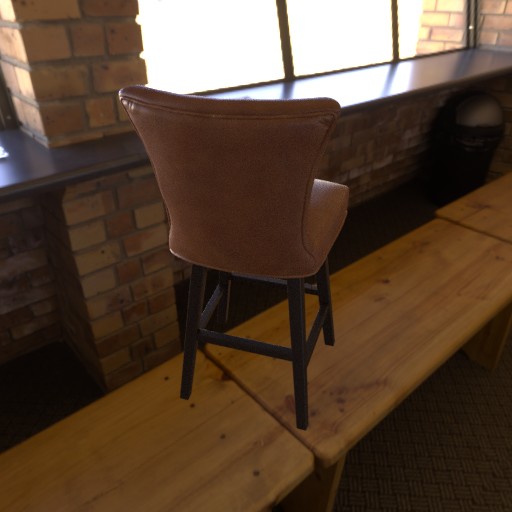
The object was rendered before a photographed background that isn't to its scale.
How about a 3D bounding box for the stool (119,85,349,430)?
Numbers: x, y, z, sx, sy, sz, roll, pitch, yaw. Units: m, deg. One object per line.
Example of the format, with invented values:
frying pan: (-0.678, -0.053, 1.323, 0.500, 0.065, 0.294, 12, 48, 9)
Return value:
stool: (0.000, 0.000, 1.425, 0.522, 1.094, 0.585, 9, 33, 15)
